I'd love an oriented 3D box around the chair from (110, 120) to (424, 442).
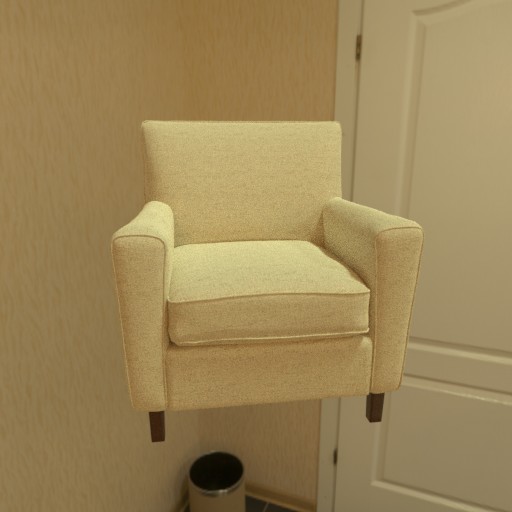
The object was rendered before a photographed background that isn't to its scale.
[{"bbox_3d":[0.000,0.000,1.592,0.870,0.943,0.823,-2,16,-8],"label":"chair"}]
